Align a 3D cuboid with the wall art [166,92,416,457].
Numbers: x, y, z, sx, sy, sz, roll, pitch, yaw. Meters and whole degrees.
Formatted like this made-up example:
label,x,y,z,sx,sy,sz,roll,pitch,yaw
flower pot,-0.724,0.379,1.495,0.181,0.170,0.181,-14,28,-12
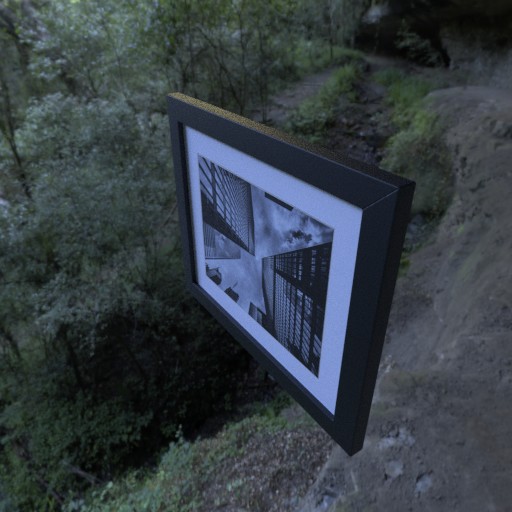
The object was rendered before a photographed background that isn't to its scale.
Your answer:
label,x,y,z,sx,sy,sz,roll,pitch,yaw
wall art,0.000,0.000,0.778,0.031,0.457,0.558,-20,37,-29
